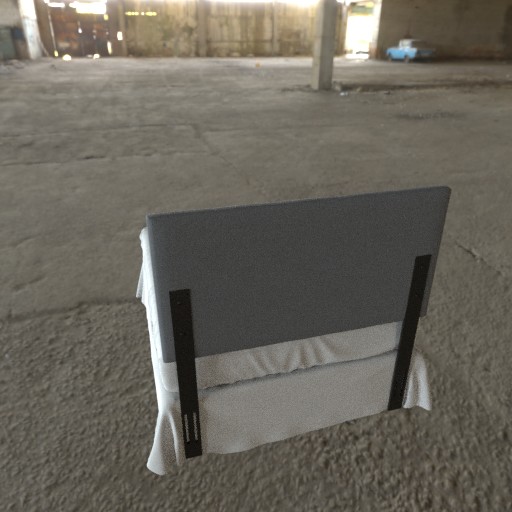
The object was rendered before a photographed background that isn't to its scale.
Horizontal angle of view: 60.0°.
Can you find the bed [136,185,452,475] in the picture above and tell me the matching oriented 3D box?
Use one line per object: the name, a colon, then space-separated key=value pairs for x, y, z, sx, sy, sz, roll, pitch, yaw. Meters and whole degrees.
bed: x=0.000 y=0.000 z=3.415 sx=1.936 sy=1.577 sz=2.222 roll=-7 pitch=27 yaw=-14
